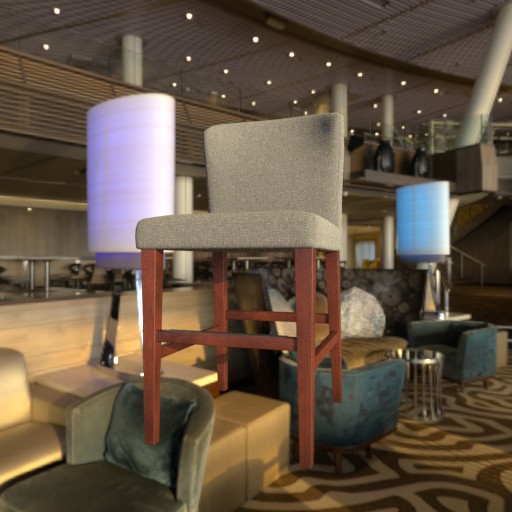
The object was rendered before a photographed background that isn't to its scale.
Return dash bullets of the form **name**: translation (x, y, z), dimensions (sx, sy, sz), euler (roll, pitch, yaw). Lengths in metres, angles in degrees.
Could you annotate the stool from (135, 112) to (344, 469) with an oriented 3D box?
- **stool**: translation (0.000, 0.000, 1.316), dimensions (0.479, 0.968, 0.568), euler (0, 0, 18)
